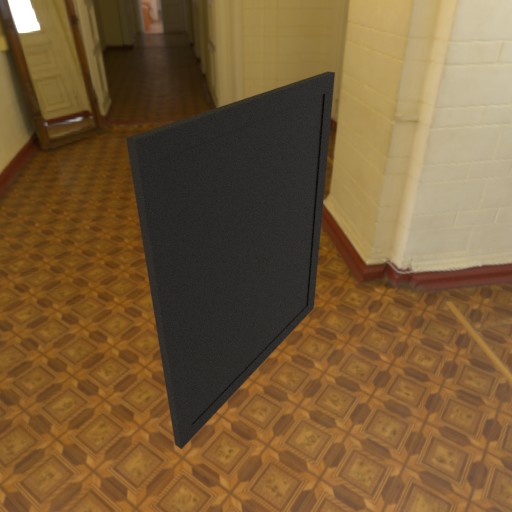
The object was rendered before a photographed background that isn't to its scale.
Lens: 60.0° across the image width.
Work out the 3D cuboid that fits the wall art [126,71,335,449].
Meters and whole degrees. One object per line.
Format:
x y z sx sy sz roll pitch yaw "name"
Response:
0.000 0.000 0.521 0.010 0.361 0.311 21 38 29 "wall art"
